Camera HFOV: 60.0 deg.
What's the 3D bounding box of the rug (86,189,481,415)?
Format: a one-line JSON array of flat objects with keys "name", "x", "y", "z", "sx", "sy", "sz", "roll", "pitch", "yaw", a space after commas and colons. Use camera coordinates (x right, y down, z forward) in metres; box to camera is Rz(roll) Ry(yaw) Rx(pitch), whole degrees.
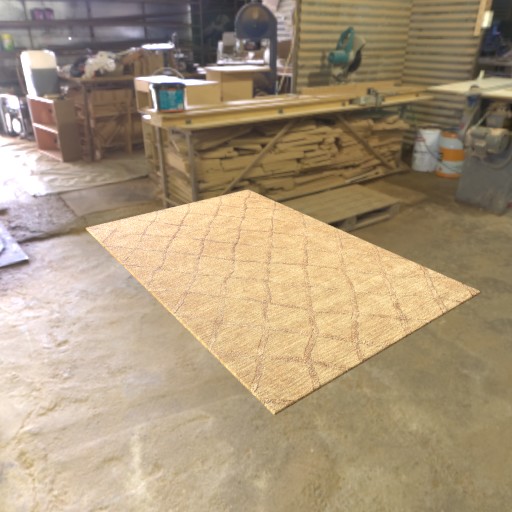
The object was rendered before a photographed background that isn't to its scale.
[{"name": "rug", "x": 0.000, "y": 0.000, "z": 2.967, "sx": 1.528, "sy": 0.014, "sz": 2.292, "roll": -19, "pitch": 32, "yaw": -32}]
